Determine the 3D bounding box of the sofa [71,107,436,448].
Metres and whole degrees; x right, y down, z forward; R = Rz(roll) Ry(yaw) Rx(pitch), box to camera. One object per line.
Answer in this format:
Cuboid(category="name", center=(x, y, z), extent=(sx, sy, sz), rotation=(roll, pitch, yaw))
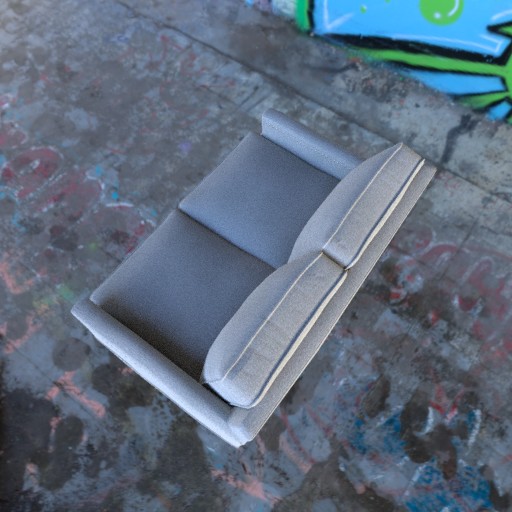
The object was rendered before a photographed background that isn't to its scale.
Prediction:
Cuboid(category="sofa", center=(0.000, 0.000, 2.294), extent=(1.084, 1.003, 1.597), rotation=(33, 67, 16))
